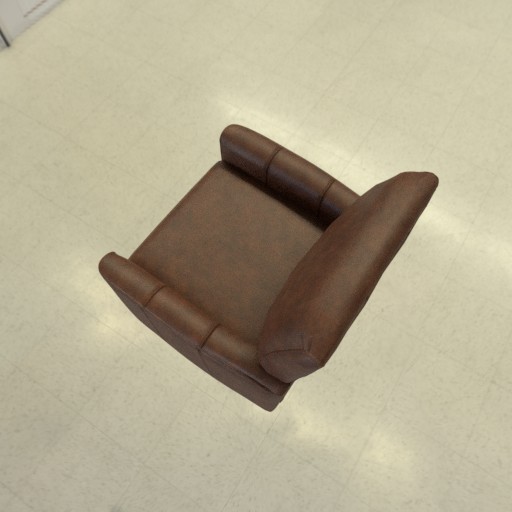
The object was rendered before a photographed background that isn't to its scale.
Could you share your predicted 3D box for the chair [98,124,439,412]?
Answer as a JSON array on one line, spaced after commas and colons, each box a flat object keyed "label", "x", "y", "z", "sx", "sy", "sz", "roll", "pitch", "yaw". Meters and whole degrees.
[{"label": "chair", "x": 0.000, "y": 0.000, "z": 1.659, "sx": 0.850, "sy": 1.010, "sz": 0.839, "roll": 32, "pitch": 69, "yaw": 14}]
